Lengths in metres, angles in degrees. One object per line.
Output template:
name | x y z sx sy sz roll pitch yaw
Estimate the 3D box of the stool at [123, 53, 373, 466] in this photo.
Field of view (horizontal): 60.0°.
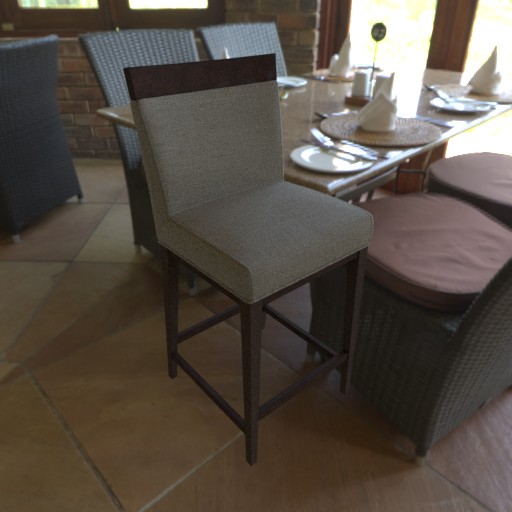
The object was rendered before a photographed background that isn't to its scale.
stool | 0.000 0.000 1.412 0.511 1.117 0.531 -23 37 -34
